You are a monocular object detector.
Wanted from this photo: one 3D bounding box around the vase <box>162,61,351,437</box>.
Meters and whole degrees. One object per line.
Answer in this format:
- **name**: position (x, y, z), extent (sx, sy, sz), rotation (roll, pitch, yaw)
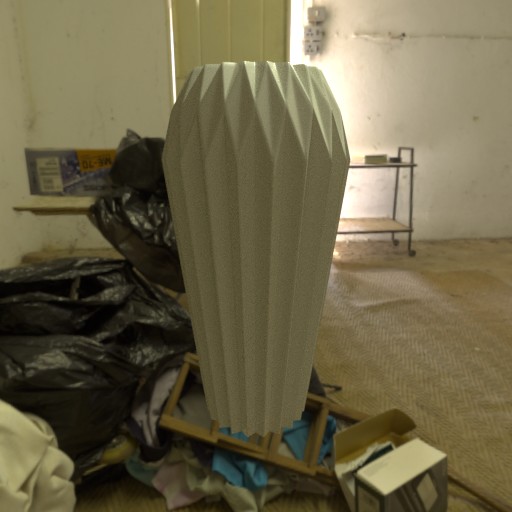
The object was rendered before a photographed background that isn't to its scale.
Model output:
- **vase**: position (0.000, 0.000, 0.338), extent (0.133, 0.263, 0.133), rotation (0, 16, 0)
